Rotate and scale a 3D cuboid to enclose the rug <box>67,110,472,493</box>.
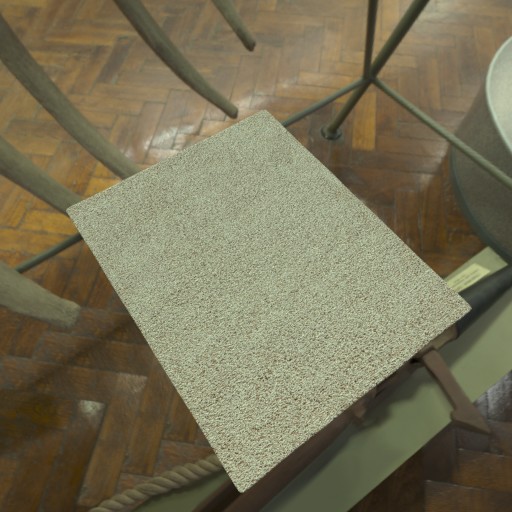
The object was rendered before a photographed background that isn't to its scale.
[{"bbox_3d":[0.000,0.000,4.101,2.438,0.029,3.047,-32,65,-17],"label":"rug"}]
